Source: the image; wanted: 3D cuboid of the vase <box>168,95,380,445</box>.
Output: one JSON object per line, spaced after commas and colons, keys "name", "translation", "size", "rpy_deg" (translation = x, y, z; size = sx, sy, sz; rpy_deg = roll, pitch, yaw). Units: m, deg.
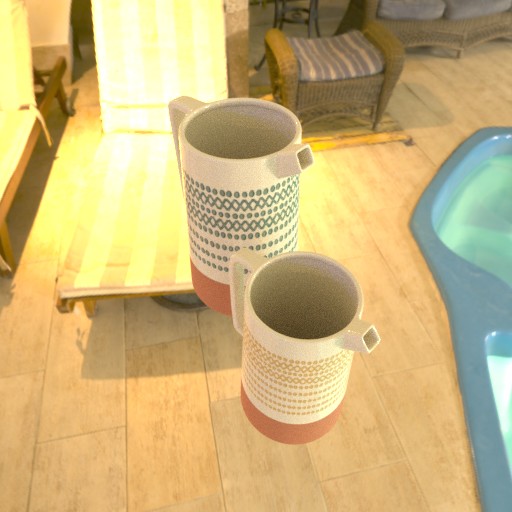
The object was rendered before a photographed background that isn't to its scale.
{"name": "vase", "translation": [0.000, 0.000, 0.479], "size": [0.168, 0.247, 0.326], "rpy_deg": [-5, 47, -5]}
